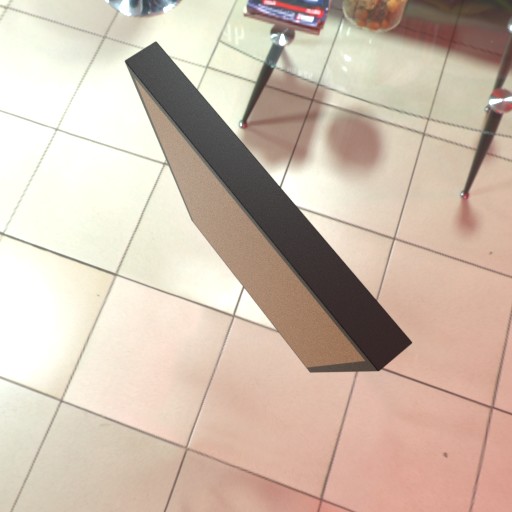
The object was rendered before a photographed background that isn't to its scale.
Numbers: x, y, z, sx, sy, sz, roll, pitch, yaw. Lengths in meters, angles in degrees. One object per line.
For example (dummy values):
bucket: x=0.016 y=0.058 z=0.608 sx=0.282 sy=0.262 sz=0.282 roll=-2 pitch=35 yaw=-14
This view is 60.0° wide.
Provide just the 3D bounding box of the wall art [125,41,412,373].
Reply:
wall art: x=0.000 y=0.000 z=0.494 sx=0.030 sy=0.369 sz=0.294 roll=-37 pitch=78 yaw=-9
